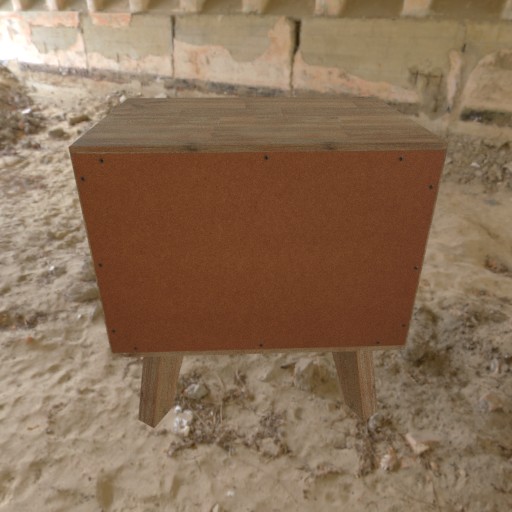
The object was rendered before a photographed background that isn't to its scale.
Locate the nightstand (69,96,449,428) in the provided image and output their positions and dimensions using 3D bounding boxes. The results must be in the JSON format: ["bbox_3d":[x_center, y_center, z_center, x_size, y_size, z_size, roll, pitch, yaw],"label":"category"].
[{"bbox_3d":[0.000,0.000,0.957,0.552,0.589,0.396,-1,29,-2],"label":"nightstand"}]
